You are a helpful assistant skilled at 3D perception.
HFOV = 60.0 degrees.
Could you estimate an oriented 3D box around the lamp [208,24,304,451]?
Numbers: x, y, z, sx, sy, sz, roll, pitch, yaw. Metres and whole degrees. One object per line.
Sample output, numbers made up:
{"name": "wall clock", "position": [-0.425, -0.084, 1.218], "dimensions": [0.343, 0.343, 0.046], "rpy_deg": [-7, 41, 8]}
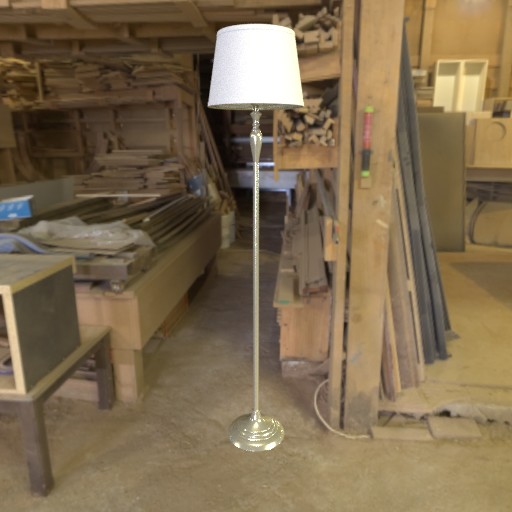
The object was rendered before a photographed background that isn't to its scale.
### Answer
{"name": "lamp", "position": [0.000, 0.000, 1.643], "dimensions": [0.327, 1.506, 0.327], "rpy_deg": [2, 15, 9]}
